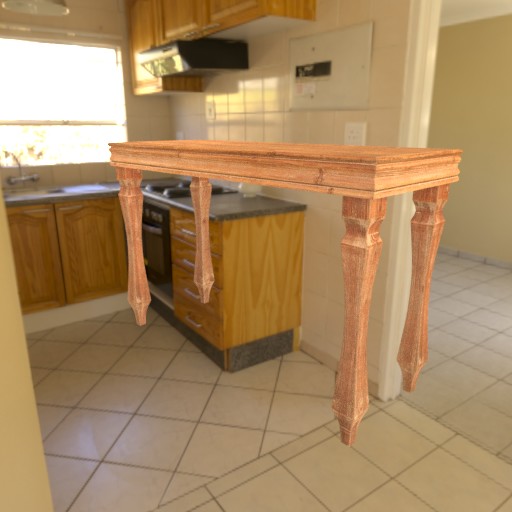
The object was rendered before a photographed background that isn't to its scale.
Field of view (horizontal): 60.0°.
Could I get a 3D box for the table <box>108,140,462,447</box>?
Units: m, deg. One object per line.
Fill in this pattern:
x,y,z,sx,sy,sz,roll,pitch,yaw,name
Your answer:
0.000,0.000,1.801,0.522,0.873,1.330,-16,23,-43,table
